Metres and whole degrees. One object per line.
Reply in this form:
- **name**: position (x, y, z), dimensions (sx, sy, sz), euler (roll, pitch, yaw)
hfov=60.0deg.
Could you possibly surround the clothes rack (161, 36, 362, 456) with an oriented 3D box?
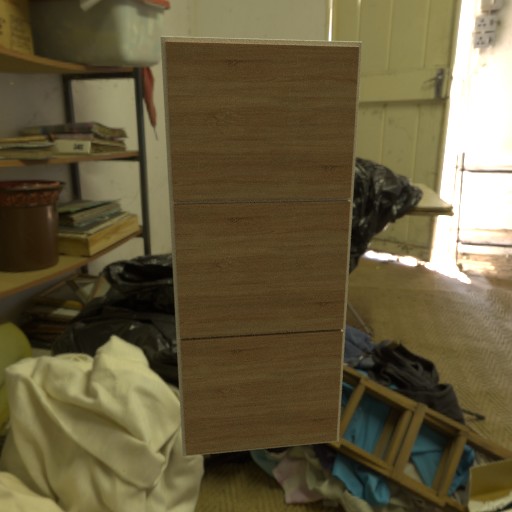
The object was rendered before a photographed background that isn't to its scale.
- **clothes rack**: position (0.000, 0.000, 1.390), dimensions (0.500, 1.187, 0.331), euler (-2, 16, -8)
